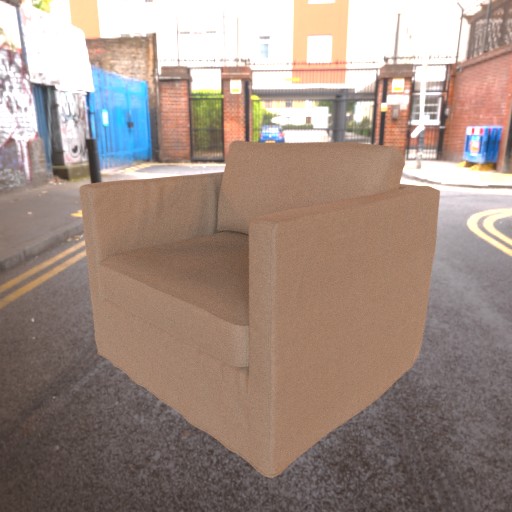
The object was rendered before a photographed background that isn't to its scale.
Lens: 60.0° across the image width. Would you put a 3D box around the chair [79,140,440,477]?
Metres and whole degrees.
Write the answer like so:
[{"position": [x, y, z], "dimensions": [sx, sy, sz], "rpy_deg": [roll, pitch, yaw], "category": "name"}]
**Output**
[{"position": [0.000, 0.000, 1.741], "dimensions": [1.057, 0.867, 0.949], "rpy_deg": [15, 22, 43], "category": "chair"}]
